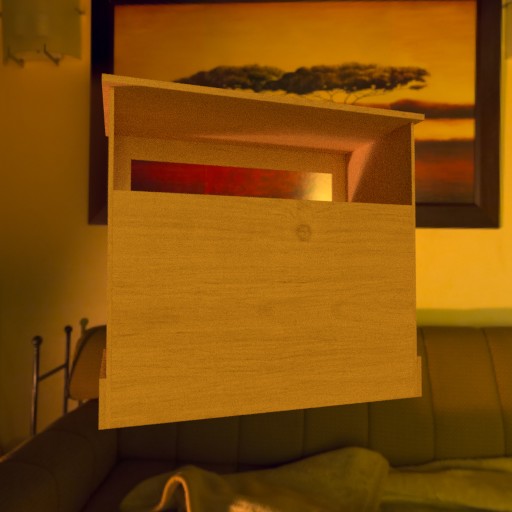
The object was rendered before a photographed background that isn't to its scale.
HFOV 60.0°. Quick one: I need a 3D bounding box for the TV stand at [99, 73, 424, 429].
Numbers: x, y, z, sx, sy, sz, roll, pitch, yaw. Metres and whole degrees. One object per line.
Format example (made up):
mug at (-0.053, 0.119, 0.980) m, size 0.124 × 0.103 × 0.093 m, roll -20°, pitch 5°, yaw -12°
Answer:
TV stand at (0.000, 0.000, 1.301) m, size 0.851 × 0.787 × 0.430 m, roll 1°, pitch -2°, yaw -18°
